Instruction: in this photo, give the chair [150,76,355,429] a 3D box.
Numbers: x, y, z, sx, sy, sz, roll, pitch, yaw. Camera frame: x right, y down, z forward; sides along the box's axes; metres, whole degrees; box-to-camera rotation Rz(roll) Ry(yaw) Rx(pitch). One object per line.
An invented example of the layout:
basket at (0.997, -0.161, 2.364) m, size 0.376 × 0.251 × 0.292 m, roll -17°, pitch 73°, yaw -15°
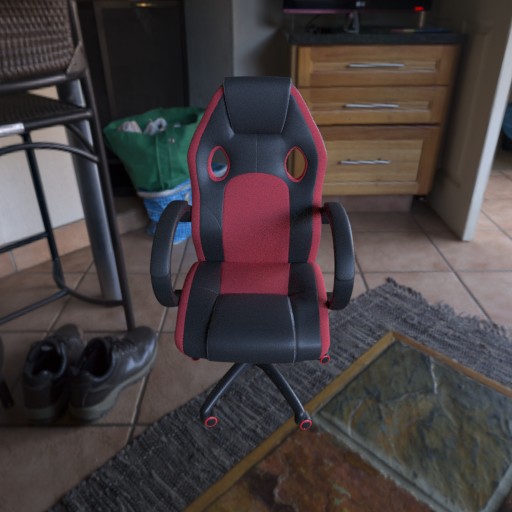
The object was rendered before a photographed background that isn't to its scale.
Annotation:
chair at (0.000, 0.000, 1.672) m, size 0.673 × 1.187 × 0.724 m, roll 1°, pitch 29°, yaw 2°
